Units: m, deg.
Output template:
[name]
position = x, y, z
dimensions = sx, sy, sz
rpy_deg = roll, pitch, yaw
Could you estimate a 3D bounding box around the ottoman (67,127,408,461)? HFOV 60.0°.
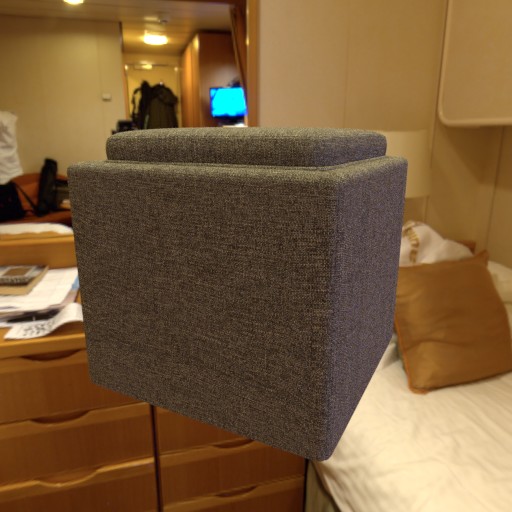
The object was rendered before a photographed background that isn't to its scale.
[ottoman]
position = 0.000, 0.000, 0.825
dimensions = 0.450, 0.460, 0.450
rpy_deg = 8, 17, 27
